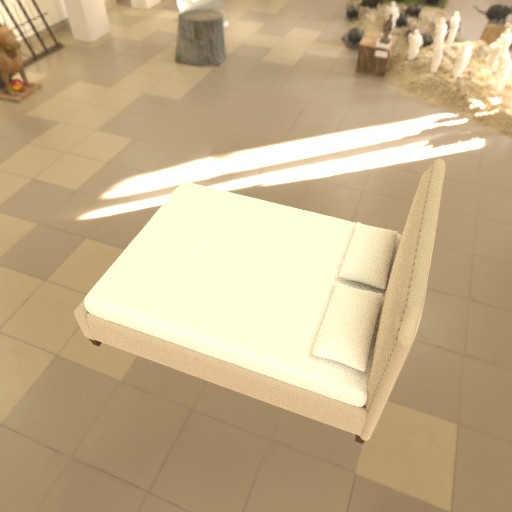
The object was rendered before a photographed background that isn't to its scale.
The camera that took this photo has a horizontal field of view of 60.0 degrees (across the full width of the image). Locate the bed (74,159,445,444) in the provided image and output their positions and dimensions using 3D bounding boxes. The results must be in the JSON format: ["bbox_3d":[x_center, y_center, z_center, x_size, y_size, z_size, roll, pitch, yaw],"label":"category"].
[{"bbox_3d":[0.000,0.000,3.458,2.372,1.443,1.713,15,47,15],"label":"bed"}]
